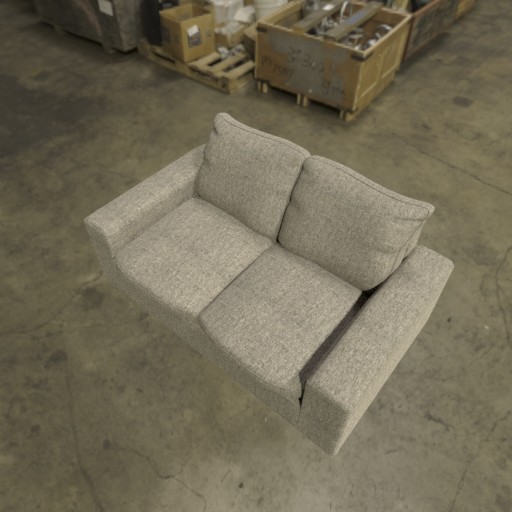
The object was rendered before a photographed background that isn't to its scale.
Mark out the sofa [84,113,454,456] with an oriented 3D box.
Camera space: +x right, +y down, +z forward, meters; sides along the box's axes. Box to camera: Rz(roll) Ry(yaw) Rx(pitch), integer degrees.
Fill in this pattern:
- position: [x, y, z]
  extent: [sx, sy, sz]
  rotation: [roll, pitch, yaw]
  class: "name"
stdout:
- position: [0.000, 0.000, 2.442]
  extent: [1.758, 0.877, 1.094]
  rotation: [31, 55, 26]
  class: "sofa"
